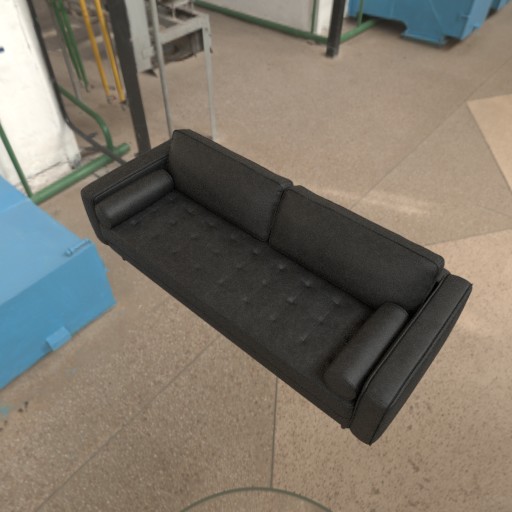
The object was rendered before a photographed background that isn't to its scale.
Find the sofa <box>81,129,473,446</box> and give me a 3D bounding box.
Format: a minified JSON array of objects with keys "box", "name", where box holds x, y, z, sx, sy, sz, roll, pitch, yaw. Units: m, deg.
[{"box":[0.000,0.000,2.634,2.210,0.762,0.914,32,54,27],"name":"sofa"}]
